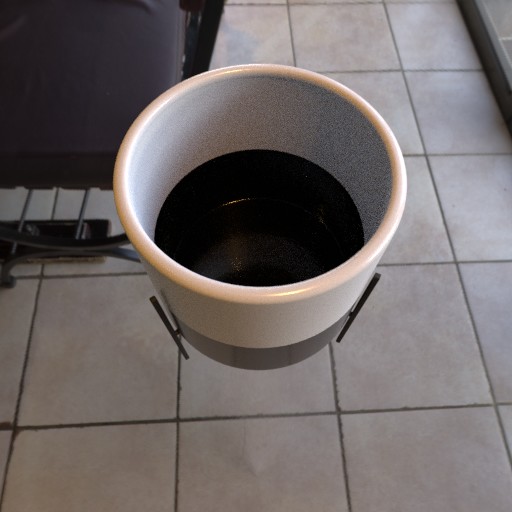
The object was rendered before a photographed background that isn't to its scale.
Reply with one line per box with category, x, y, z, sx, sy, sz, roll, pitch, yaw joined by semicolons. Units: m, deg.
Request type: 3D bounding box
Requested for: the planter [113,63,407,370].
planter;0.000;0.000;0.646;0.310;0.432;0.310;-19;65;-9
